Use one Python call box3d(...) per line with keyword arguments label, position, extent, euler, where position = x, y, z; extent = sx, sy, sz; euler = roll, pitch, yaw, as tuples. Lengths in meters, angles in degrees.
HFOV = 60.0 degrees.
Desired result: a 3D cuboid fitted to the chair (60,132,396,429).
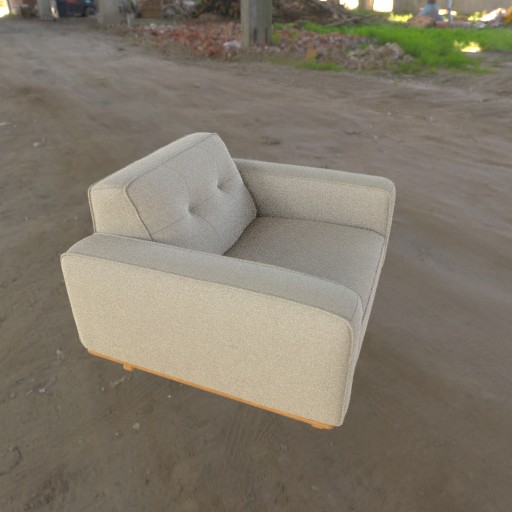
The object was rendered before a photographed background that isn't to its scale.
box3d(label="chair", position=(0.000, 0.000, 1.774), extent=(0.953, 0.779, 1.115), euler=(11, 32, 18))
